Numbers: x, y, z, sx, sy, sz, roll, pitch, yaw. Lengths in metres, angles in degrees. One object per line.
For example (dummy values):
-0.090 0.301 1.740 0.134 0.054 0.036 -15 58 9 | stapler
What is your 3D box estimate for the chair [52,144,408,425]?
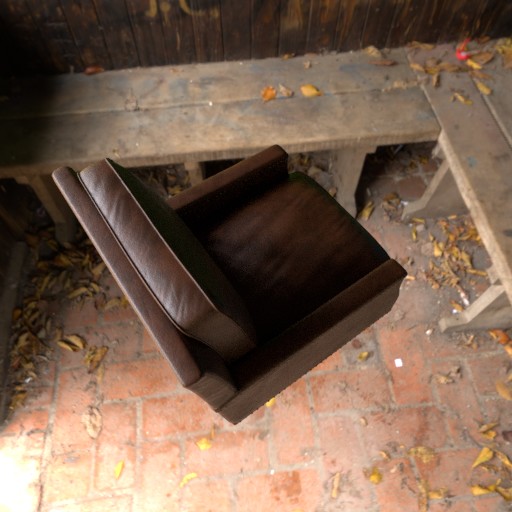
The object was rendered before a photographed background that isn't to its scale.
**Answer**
0.000 0.000 1.789 1.035 1.054 0.854 -31 64 -17 | chair
